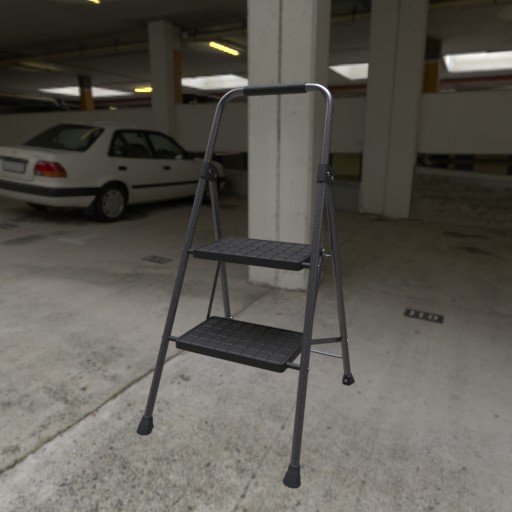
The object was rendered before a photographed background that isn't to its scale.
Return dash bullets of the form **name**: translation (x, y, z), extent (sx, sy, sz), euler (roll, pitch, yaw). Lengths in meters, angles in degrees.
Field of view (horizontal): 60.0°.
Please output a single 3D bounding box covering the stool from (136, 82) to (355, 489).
- **stool**: translation (0.000, 0.000, 1.162), extent (0.450, 0.872, 0.514), euler (7, 16, 25)
